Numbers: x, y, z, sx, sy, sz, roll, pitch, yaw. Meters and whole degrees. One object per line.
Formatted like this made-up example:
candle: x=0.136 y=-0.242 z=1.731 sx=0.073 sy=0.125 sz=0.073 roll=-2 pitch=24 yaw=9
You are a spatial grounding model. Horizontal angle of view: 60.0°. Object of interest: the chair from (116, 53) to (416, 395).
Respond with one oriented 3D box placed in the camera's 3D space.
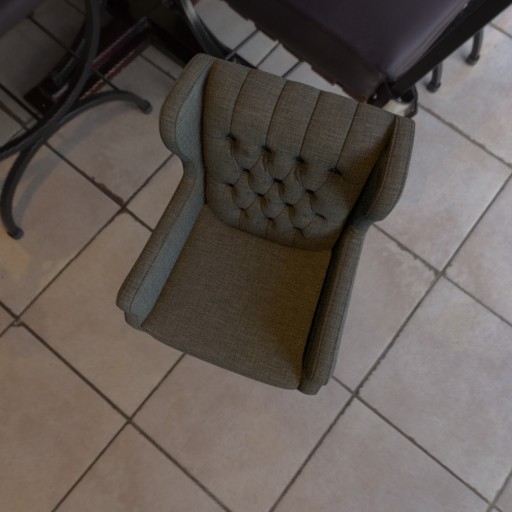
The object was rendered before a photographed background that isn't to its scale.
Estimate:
chair: x=0.000 y=0.000 z=1.521 sx=0.711 sy=0.953 sz=0.775 roll=20 pitch=75 yaw=5
